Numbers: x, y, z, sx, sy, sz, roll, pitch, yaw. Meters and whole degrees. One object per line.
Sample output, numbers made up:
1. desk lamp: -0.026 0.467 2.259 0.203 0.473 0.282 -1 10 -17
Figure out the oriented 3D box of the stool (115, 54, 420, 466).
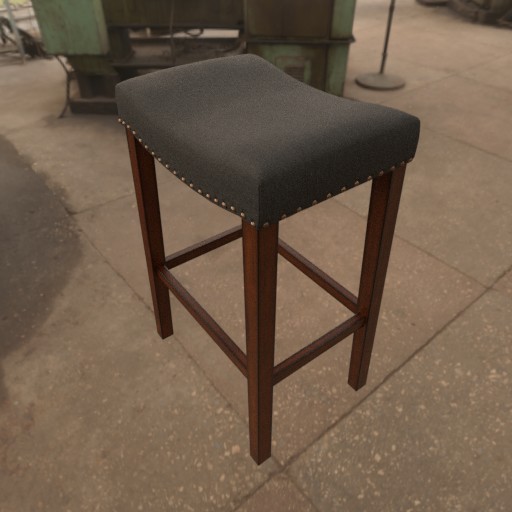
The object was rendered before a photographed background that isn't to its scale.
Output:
1. stool: 0.000 0.000 1.028 0.366 0.760 0.502 -26 46 -28
